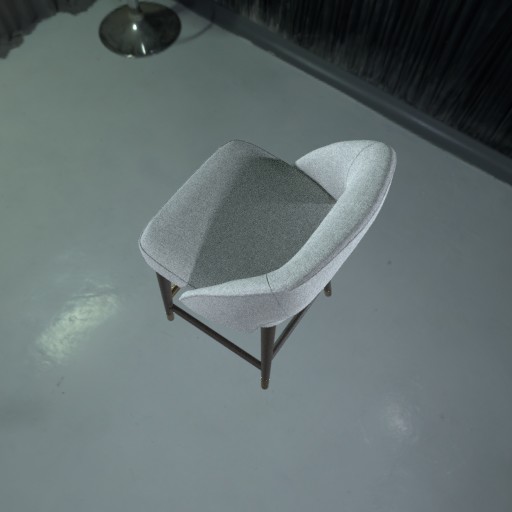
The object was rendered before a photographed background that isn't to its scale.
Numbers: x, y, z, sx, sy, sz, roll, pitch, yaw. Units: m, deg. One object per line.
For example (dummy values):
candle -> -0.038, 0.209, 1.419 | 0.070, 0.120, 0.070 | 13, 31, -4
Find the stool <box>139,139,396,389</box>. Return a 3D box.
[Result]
stool -> 0.000, 0.000, 1.264 | 0.509, 0.940, 0.494 | 33, 69, 15
